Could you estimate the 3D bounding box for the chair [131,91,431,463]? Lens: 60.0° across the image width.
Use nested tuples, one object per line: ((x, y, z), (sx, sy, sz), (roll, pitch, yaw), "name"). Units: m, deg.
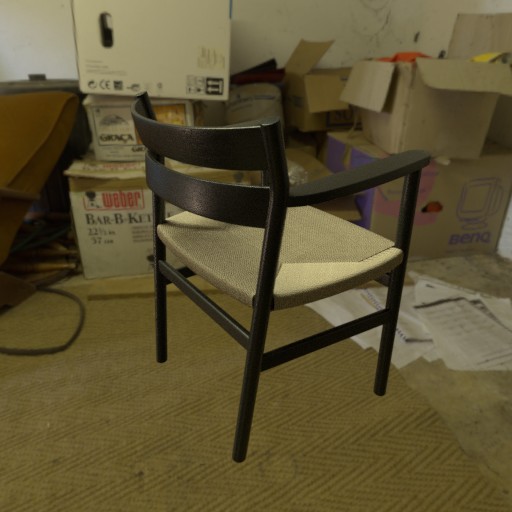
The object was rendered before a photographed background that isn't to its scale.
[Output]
((0.000, 0.000, 1.139), (0.508, 0.775, 0.630), (-17, 30, -31), "chair")
